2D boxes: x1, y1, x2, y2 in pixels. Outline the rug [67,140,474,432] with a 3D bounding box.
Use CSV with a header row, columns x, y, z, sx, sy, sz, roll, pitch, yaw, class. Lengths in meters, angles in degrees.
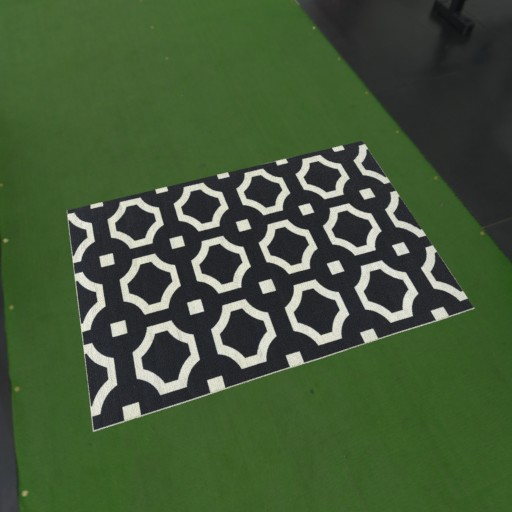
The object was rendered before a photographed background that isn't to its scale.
x,y,z,sx,sy,sz,roll,pitch,yaw,class
0.000,0.000,2.900,2.286,0.016,1.555,-15,58,-10,rug
